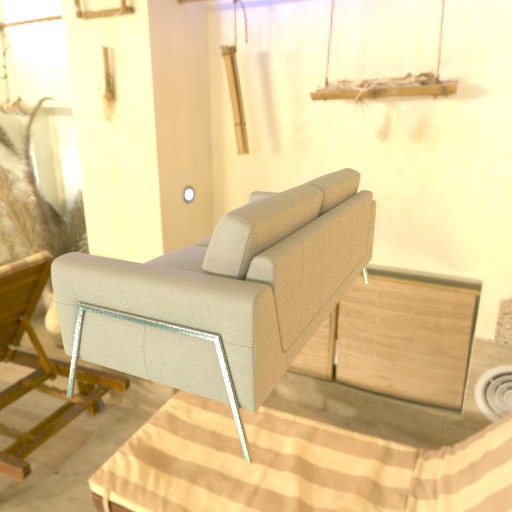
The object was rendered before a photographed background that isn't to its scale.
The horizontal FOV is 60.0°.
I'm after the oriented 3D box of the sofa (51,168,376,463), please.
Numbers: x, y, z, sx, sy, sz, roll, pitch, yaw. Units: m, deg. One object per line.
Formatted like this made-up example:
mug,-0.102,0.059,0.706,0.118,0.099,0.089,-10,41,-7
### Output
sofa,0.000,0.000,2.533,0.953,0.875,2.017,8,19,24
